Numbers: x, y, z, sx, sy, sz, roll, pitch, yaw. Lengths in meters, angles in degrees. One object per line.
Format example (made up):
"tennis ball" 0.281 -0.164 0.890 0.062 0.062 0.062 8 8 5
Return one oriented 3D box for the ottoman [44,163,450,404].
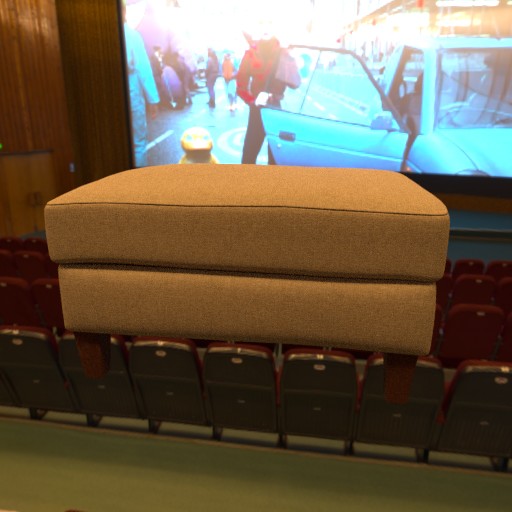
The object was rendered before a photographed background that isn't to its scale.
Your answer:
"ottoman" 0.000 0.000 1.295 0.898 0.519 0.677 2 18 8
